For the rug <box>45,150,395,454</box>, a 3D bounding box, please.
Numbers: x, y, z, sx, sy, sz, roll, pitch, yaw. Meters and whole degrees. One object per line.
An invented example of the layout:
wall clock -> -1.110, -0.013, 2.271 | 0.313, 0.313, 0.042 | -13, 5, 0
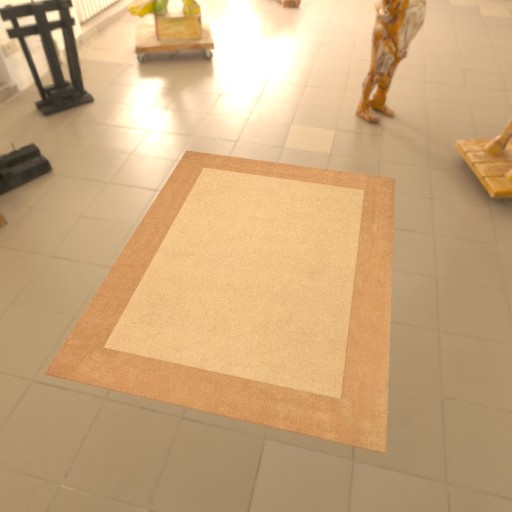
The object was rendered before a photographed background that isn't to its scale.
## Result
rug -> 0.000, 0.000, 4.061 | 2.438, 0.014, 3.048 | 10, 46, 9
